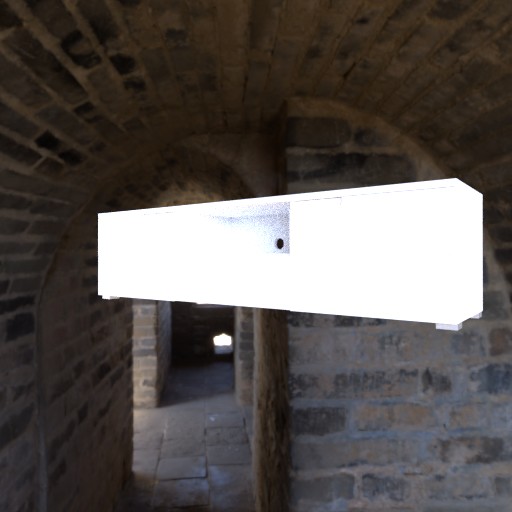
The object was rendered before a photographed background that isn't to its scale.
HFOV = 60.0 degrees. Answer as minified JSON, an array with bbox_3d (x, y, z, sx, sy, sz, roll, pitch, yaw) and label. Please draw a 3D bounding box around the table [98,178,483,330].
[{"bbox_3d":[0.000,0.000,1.858,1.650,0.420,0.390,0,0,36],"label":"table"}]
